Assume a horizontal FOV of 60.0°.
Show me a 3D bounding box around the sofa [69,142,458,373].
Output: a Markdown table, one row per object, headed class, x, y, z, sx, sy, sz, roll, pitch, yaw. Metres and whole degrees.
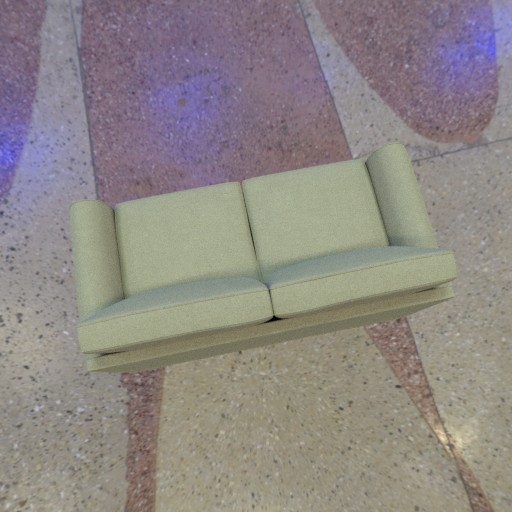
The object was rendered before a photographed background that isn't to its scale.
| class | x | y | z | sx | sy | sz | roll | pitch | yaw |
| --- | --- | --- | --- | --- | --- | --- | --- | --- | --- |
| sofa | 0.000 | 0.000 | 2.275 | 1.774 | 0.933 | 0.861 | -11 | 75 | -3 |
